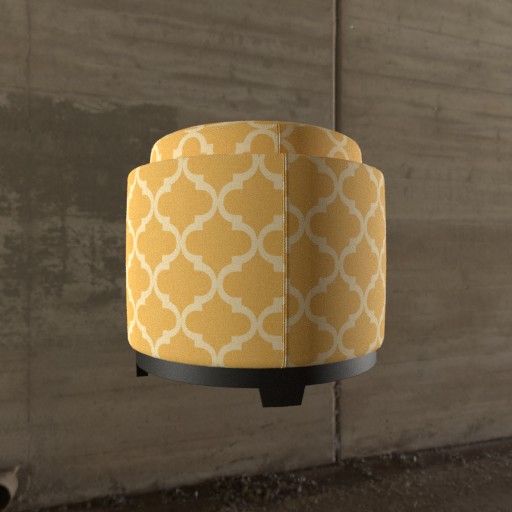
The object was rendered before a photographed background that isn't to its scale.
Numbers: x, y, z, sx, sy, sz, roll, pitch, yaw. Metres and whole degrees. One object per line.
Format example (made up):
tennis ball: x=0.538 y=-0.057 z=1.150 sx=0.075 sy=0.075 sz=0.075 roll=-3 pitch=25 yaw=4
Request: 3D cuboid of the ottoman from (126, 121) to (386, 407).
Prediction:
ottoman: x=0.000 y=0.000 z=0.852 sx=0.480 sy=0.429 sz=0.480 roll=0 pitch=0 yaw=0
